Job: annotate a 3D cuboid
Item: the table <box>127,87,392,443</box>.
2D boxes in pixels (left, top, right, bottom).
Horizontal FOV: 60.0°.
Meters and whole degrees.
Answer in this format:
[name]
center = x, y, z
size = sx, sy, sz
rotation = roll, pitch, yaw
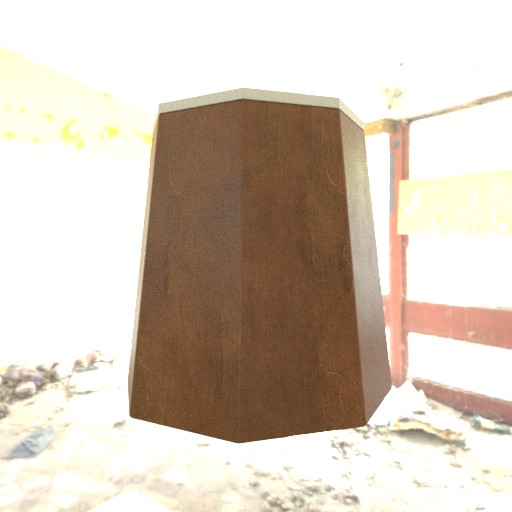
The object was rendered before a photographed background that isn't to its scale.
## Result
[table]
center = 0.000, 0.000, 0.778
size = 0.439, 0.457, 0.439
rotation = 0, 1, -19
